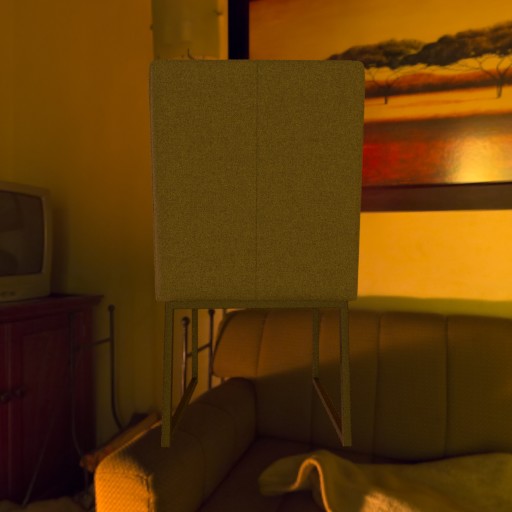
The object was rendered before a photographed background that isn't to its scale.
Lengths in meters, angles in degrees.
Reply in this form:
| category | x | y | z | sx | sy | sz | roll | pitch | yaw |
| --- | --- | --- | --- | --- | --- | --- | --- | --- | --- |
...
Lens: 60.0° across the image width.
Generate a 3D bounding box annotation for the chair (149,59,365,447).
| category | x | y | z | sx | sy | sz | roll | pitch | yaw |
| --- | --- | --- | --- | --- | --- | --- | --- | --- | --- |
| chair | 0.000 | 0.000 | 1.334 | 0.520 | 0.930 | 0.634 | 0 | 0 | -1 |
